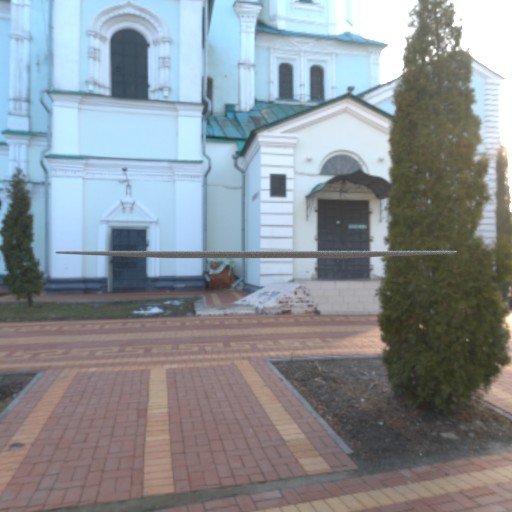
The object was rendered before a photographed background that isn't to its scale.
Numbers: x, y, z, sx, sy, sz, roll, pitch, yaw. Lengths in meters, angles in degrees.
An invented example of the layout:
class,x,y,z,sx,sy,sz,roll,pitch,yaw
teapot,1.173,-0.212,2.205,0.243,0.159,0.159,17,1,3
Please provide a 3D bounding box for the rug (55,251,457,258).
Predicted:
class,x,y,z,sx,sy,sz,roll,pitch,yaw
rug,0.000,0.000,2.747,1.533,0.010,2.142,0,-1,0
